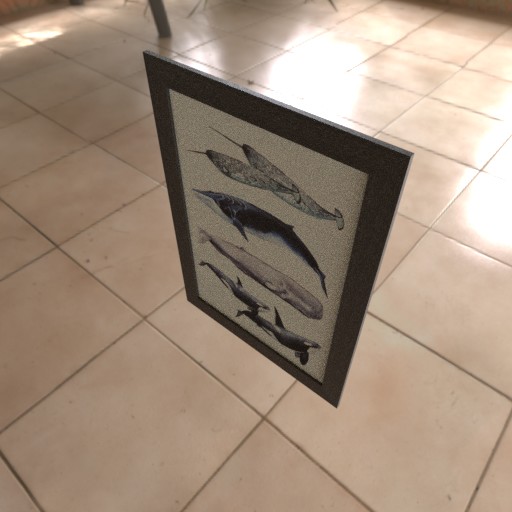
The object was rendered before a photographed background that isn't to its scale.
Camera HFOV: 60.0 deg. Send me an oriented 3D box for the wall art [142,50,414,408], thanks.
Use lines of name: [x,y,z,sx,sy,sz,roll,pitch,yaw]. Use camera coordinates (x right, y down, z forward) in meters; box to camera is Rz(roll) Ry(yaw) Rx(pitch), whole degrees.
wall art: [0.000,0.000,1.462,0.810,1.116,0.016,31,53,26]
